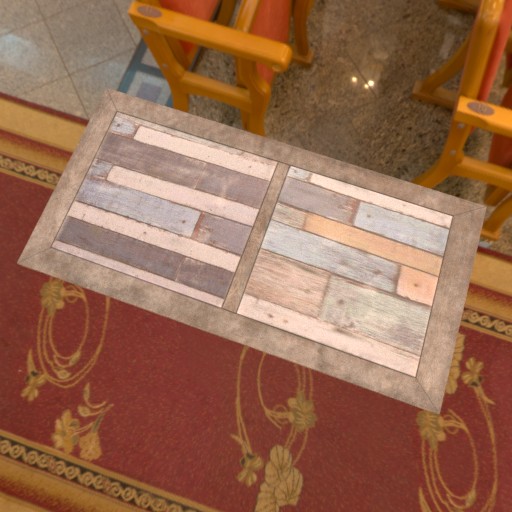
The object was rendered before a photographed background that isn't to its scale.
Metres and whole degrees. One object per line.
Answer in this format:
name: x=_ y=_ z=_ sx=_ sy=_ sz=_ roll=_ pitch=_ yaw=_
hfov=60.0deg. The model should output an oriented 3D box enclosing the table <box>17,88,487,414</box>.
table: x=0.000 y=0.000 z=1.501 sx=1.219 sy=0.470 sz=0.610 roll=19 pitch=75 yaw=5
